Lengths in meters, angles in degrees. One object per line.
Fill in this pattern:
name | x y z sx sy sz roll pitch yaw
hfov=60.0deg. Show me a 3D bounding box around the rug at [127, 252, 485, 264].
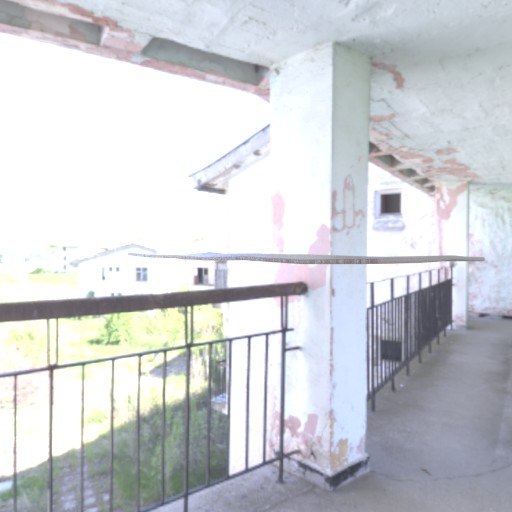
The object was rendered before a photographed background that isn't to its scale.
rug | 0.000 0.000 2.754 0.752 0.051 2.452 0 1 -36
